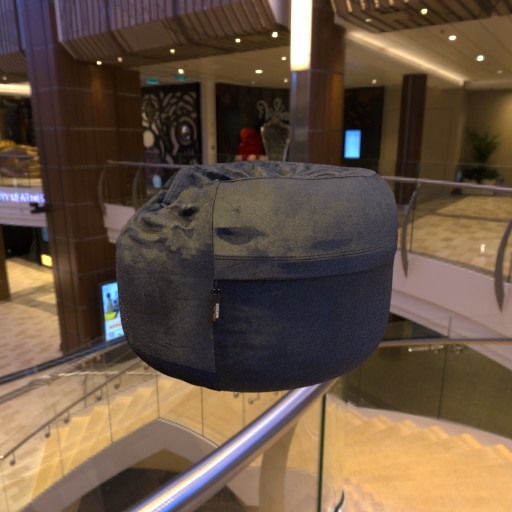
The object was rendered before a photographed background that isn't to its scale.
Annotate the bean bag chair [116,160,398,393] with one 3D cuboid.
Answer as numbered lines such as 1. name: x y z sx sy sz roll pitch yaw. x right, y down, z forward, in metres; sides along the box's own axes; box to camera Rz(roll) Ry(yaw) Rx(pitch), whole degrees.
1. bean bag chair: 0.000 0.000 1.509 0.918 0.605 0.918 0 15 0
